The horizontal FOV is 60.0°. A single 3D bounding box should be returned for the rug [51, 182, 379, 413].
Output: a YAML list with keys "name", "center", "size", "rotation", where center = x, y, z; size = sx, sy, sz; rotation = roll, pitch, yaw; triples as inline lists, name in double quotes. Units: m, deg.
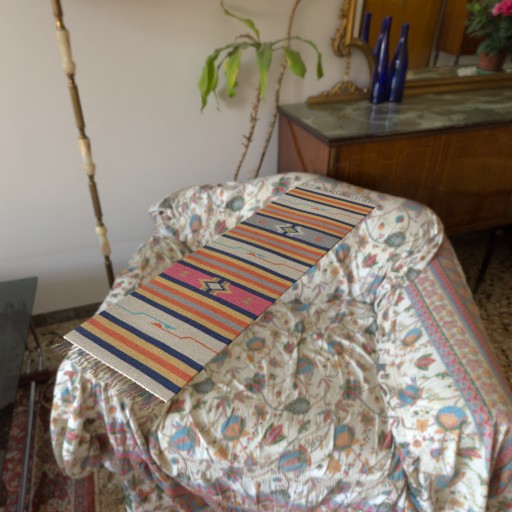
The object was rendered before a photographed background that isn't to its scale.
- name: "rug"
  center: [0.000, 0.000, 2.796]
  size: [0.695, 0.017, 2.455]
  rotation: [20, 37, 29]
